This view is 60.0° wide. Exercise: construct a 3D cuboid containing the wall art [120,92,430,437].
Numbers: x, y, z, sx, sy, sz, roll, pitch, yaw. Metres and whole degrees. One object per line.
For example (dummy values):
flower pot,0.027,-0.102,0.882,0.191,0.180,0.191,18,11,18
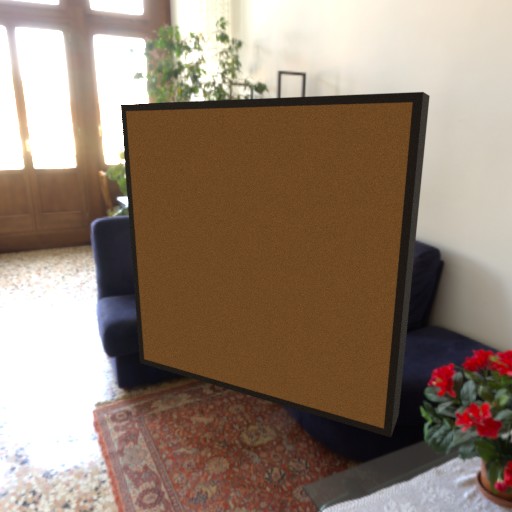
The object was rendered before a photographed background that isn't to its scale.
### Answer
wall art,0.000,0.000,0.458,0.304,0.304,0.038,8,17,26
